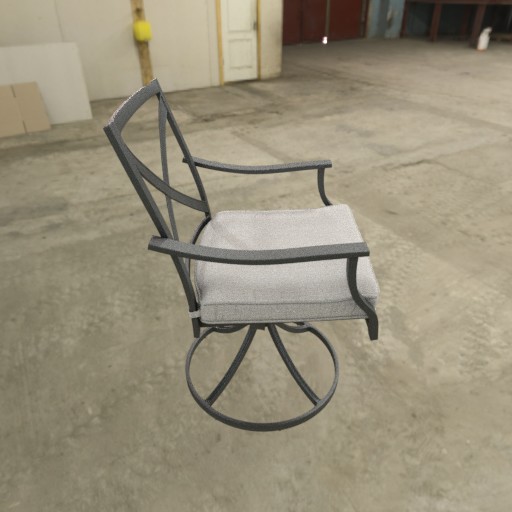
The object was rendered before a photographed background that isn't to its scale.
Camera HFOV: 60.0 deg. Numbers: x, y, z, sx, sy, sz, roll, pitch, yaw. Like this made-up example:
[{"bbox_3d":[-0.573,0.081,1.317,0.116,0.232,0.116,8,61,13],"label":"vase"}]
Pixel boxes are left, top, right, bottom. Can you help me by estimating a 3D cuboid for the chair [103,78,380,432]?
[{"bbox_3d":[0.000,0.000,1.285,0.620,0.889,0.575,0,32,0],"label":"chair"}]
